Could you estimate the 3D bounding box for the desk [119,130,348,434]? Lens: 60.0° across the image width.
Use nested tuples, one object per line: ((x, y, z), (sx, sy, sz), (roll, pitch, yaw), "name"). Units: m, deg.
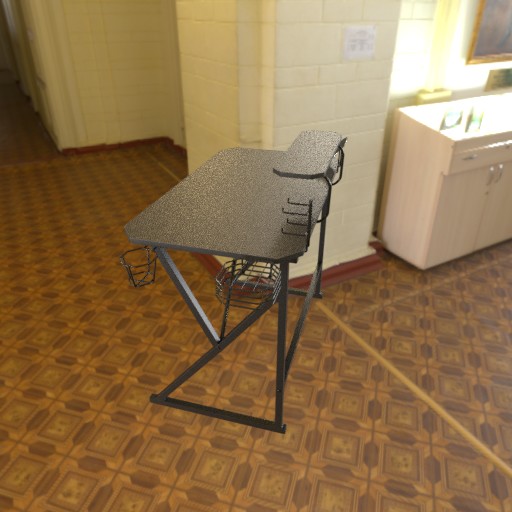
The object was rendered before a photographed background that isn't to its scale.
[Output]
((0.000, 0.000, 1.748), (0.580, 0.880, 1.290), (8, 30, 14), "desk")
